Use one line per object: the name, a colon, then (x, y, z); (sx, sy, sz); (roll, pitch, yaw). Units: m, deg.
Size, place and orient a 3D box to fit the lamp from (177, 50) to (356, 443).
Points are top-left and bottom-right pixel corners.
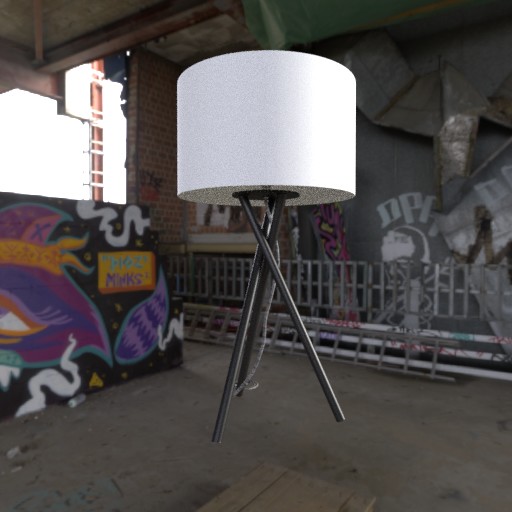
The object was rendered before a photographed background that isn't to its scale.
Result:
lamp: (0.000, 0.000, 0.929); (0.353, 0.674, 0.422); (-1, 1, -36)
